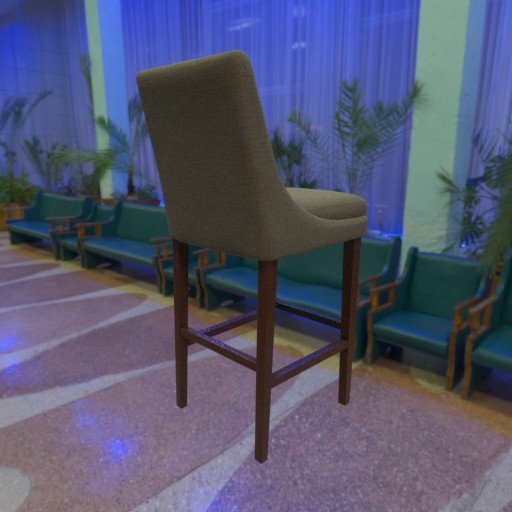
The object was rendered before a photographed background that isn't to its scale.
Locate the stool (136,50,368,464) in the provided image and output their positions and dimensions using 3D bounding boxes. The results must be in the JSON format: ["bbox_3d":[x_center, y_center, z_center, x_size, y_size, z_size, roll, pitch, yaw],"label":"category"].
[{"bbox_3d":[0.000,0.000,1.394,0.470,1.078,0.577,13,19,43],"label":"stool"}]
